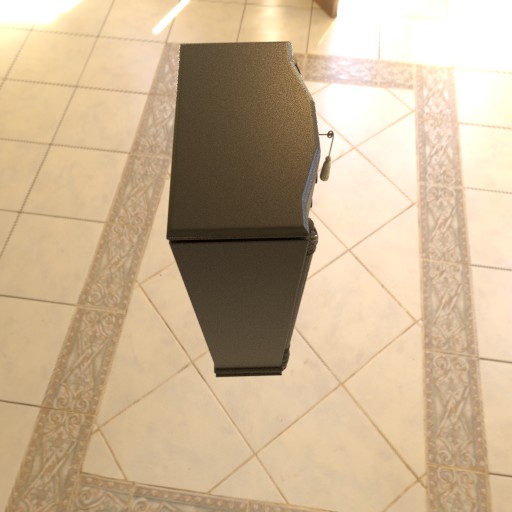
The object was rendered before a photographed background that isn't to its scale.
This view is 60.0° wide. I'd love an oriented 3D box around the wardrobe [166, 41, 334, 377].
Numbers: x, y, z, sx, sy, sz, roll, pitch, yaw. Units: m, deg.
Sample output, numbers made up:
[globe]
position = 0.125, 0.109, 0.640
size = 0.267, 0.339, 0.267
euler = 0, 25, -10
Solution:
[wardrobe]
position = 0.000, 0.000, 1.207
size = 0.295, 1.011, 0.444
euler = -1, 64, -1
